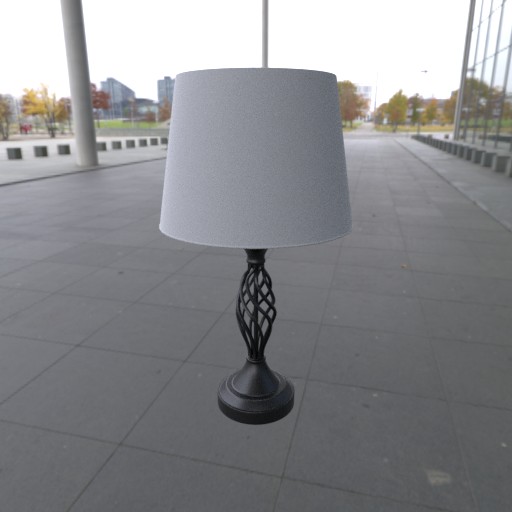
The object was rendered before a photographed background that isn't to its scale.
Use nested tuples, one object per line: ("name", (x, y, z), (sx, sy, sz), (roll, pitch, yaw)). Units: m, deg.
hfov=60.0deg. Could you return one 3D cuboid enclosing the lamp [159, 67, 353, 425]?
("lamp", (0.000, 0.000, 0.789), (0.331, 0.594, 0.331), (0, 17, 0))
